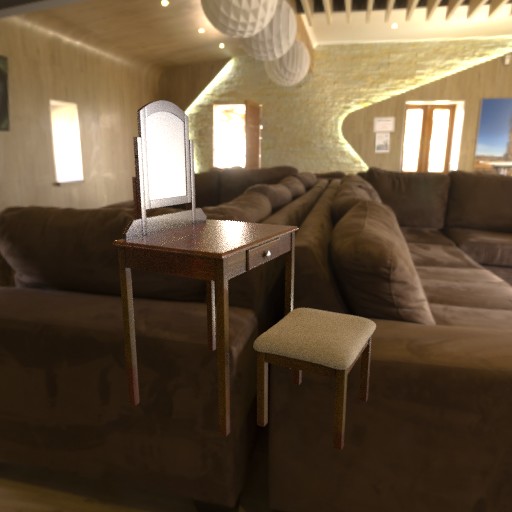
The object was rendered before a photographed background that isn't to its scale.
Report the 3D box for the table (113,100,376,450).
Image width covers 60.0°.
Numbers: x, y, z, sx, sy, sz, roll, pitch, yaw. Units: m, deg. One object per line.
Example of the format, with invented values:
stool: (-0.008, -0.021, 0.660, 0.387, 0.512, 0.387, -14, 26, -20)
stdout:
table: (0.000, 0.000, 2.359, 1.211, 1.631, 0.876, 7, 14, 27)
